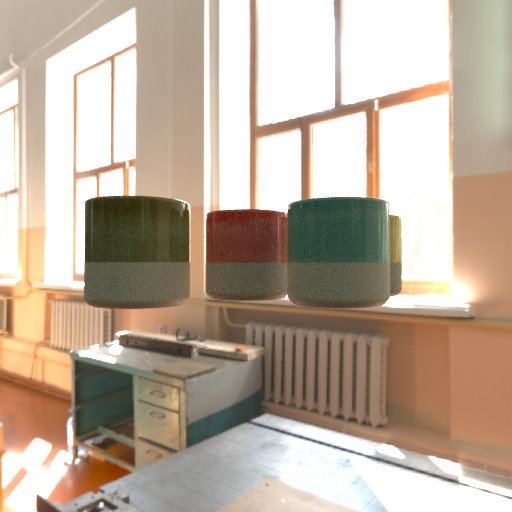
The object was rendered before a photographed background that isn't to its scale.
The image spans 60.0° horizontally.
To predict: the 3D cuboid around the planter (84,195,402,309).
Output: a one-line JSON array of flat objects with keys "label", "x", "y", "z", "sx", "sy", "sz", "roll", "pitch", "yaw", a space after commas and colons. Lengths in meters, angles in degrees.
[{"label": "planter", "x": 0.000, "y": 0.000, "z": 0.408, "sx": 0.286, "sy": 0.075, "sz": 0.257, "roll": 0, "pitch": -1, "yaw": -16}]
